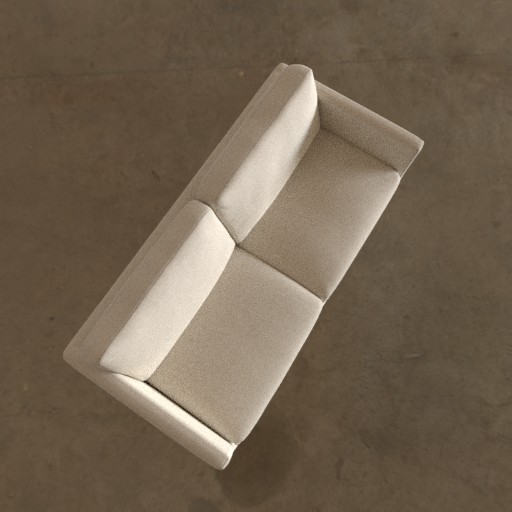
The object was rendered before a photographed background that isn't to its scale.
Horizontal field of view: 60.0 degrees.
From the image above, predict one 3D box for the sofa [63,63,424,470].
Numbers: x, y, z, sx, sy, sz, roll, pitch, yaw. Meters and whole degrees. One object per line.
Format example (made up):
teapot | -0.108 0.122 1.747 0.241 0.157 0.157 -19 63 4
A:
sofa | 0.000 0.000 2.485 0.965 0.889 1.981 32 77 8
